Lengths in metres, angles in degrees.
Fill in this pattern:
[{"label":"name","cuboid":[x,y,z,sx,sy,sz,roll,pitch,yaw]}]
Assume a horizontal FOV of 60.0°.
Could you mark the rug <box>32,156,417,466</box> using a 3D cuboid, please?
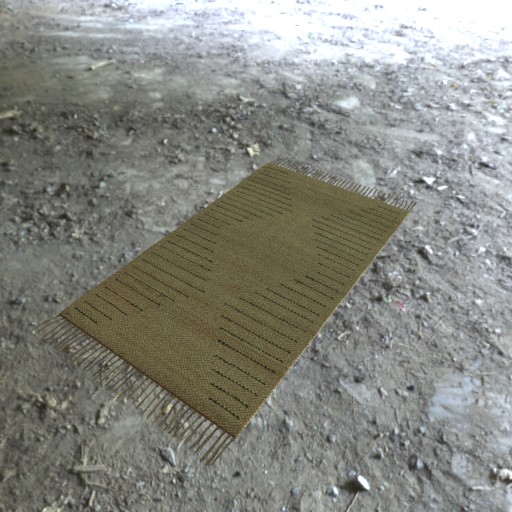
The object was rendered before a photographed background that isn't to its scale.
[{"label":"rug","cuboid":[0.000,0.000,2.024,0.905,0.017,1.718,25,47,26]}]
